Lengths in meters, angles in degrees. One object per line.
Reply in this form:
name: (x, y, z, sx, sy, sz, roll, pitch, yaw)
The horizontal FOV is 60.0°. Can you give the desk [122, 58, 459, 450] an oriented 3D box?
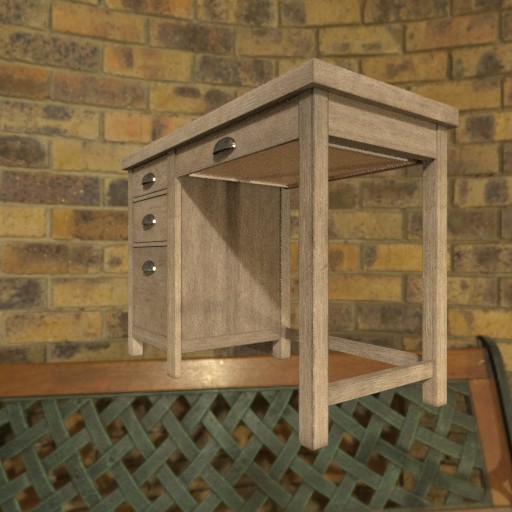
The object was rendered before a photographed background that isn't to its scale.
desk: (0.000, 0.000, 1.708, 0.610, 0.912, 1.289, 0, 0, -36)
